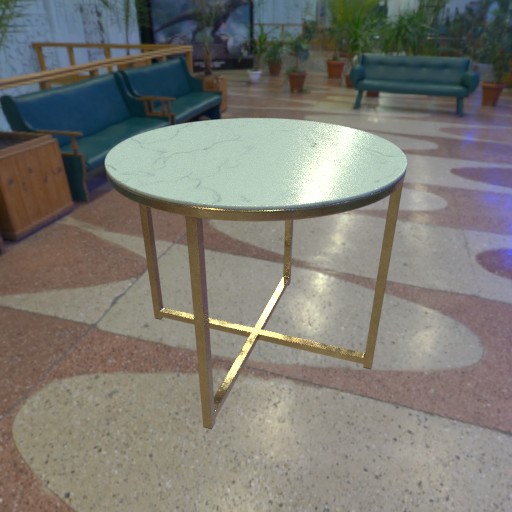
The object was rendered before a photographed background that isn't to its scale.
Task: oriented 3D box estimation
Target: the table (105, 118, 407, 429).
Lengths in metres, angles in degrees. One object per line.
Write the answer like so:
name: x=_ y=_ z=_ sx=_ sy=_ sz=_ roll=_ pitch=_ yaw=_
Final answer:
table: x=0.000 y=0.000 z=0.866 sx=0.500 sy=0.420 sz=0.500 roll=0 pitch=29 yaw=0
